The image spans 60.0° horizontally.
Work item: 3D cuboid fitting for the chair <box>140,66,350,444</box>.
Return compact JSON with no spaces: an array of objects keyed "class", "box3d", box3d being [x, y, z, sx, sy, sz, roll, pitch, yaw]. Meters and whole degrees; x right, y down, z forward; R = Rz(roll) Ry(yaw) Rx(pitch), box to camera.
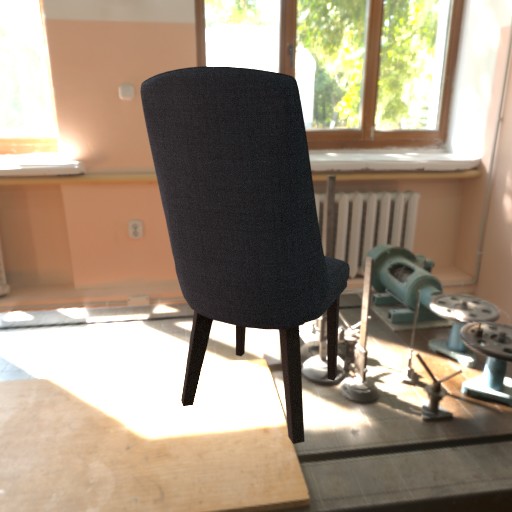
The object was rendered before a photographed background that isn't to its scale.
[{"class":"chair","box3d":[0.000,0.000,1.395,0.510,1.050,0.577,8,19,25]}]
